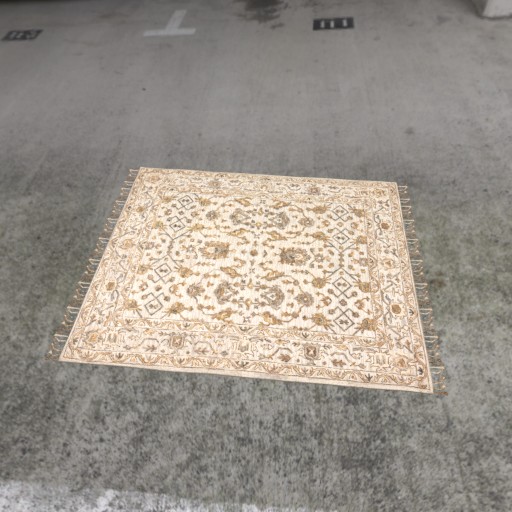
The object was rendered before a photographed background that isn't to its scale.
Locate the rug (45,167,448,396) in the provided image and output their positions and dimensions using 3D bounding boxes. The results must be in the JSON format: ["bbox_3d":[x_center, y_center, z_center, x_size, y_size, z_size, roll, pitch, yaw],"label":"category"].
[{"bbox_3d":[0.000,0.000,4.100,3.061,0.034,2.426,4,49,4],"label":"rug"}]
